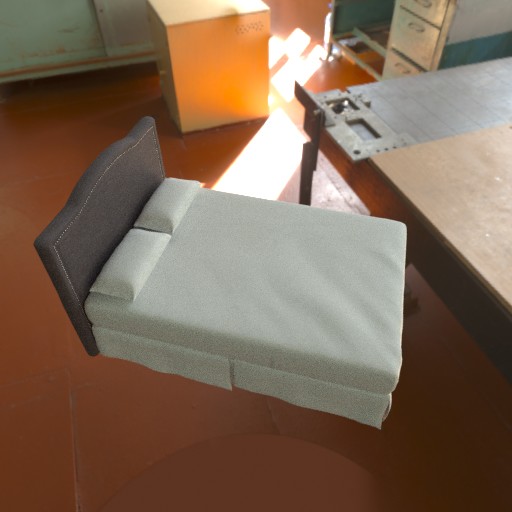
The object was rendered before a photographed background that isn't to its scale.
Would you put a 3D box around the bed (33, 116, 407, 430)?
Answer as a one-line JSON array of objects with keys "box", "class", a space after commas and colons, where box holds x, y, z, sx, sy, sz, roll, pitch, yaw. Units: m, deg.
[{"box": [0.000, 0.000, 3.609, 2.507, 1.441, 1.741, 11, 48, 10], "class": "bed"}]
